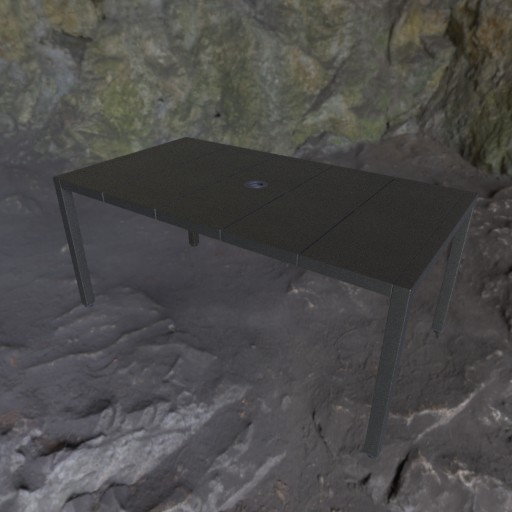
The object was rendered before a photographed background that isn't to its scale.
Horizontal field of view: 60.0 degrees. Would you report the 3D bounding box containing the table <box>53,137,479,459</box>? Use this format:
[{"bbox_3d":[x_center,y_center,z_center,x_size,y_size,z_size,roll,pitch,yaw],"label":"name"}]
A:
[{"bbox_3d":[0.000,0.000,2.154,1.680,0.735,0.914,19,34,30],"label":"table"}]
